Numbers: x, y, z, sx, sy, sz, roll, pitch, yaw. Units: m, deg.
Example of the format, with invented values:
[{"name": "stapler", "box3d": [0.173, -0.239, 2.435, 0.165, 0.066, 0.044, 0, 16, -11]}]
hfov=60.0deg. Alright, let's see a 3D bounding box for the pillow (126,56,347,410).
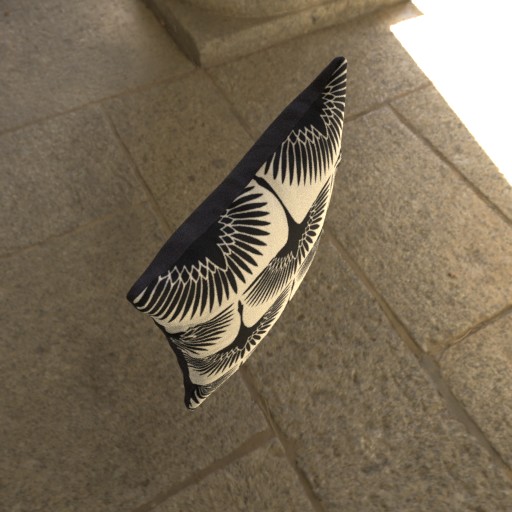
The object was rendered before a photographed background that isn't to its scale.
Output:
[{"name": "pillow", "box3d": [0.000, 0.000, 0.680, 0.139, 0.432, 0.432, 29, 63, 16]}]
